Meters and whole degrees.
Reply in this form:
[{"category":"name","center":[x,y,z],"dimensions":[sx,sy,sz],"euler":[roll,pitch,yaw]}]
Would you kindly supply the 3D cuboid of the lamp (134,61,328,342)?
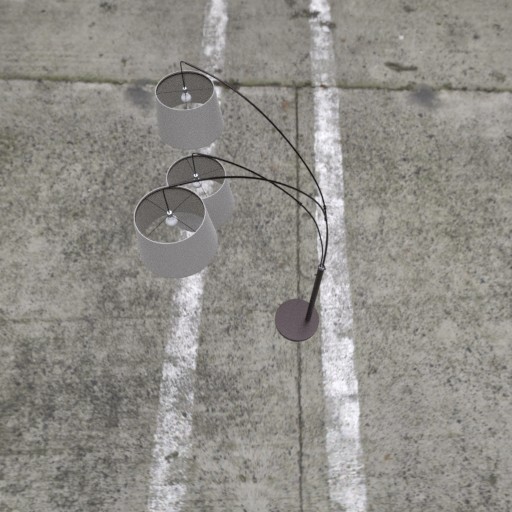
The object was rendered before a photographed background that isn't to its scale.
[{"category":"lamp","center":[0.000,0.000,2.437],"dimensions":[0.924,1.950,0.951],"euler":[1,60,1]}]
